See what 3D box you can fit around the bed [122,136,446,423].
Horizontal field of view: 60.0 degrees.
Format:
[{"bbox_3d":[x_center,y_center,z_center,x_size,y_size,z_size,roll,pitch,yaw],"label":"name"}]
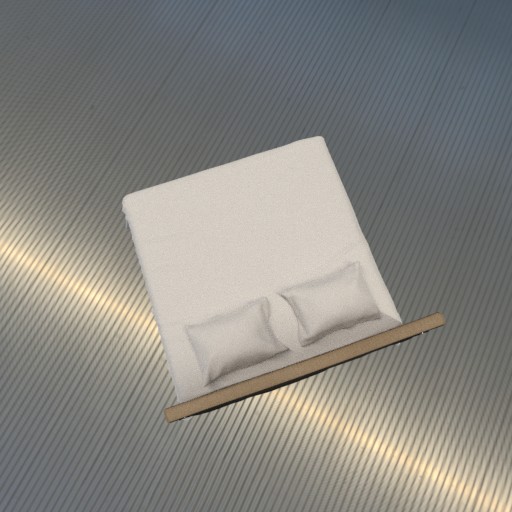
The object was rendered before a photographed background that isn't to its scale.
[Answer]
[{"bbox_3d":[0.000,0.000,3.780,2.311,1.651,2.222,-18,75,-5],"label":"bed"}]
